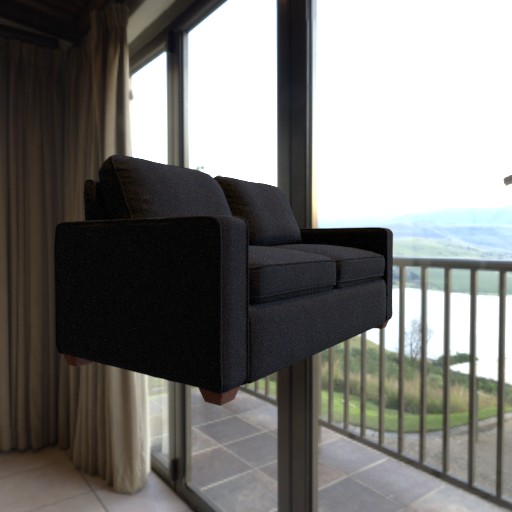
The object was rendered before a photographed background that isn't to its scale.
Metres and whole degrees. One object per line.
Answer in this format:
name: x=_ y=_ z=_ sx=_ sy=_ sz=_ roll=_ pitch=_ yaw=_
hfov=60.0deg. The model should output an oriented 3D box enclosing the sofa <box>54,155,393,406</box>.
sofa: x=0.000 y=0.000 z=2.315 sx=0.947 sy=0.918 sz=1.709 roll=1 pitch=2 yaw=35
